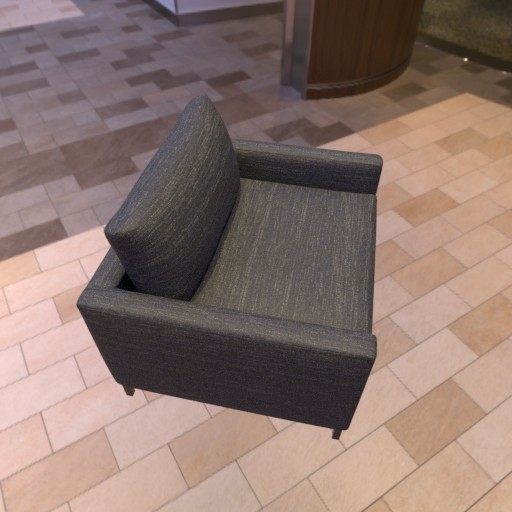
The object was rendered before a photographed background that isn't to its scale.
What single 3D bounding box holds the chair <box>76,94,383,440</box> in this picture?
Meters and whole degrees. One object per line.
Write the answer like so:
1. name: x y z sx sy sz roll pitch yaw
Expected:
1. chair: 0.000 0.000 1.642 0.866 0.861 0.963 9 48 8
